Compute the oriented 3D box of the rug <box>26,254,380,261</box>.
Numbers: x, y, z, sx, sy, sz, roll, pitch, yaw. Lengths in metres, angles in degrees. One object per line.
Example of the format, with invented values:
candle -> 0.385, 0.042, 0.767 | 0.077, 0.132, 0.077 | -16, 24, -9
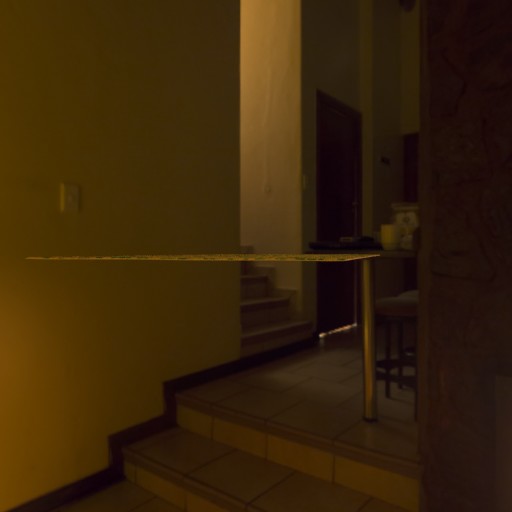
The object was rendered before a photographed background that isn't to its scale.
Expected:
rug -> 0.000, 0.000, 3.050 | 1.520, 0.011, 2.447 | 0, 1, 19
